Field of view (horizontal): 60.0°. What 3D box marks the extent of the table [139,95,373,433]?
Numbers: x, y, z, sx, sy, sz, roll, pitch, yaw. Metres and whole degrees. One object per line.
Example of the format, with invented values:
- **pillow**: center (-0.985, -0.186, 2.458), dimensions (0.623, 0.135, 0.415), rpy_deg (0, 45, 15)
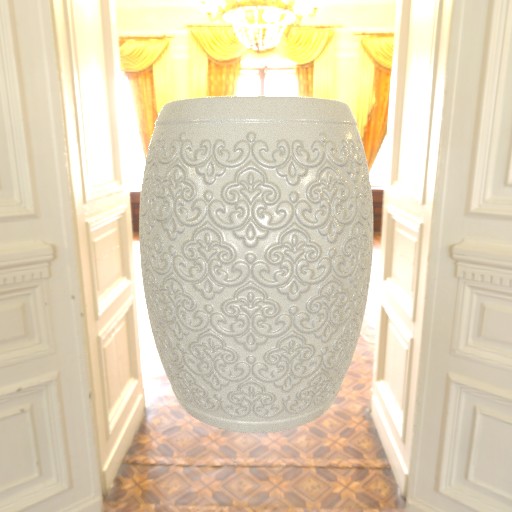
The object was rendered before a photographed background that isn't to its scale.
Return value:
- **table**: center (0.000, 0.000, 0.610), dimensions (0.309, 0.397, 0.309), rpy_deg (0, 14, 0)
